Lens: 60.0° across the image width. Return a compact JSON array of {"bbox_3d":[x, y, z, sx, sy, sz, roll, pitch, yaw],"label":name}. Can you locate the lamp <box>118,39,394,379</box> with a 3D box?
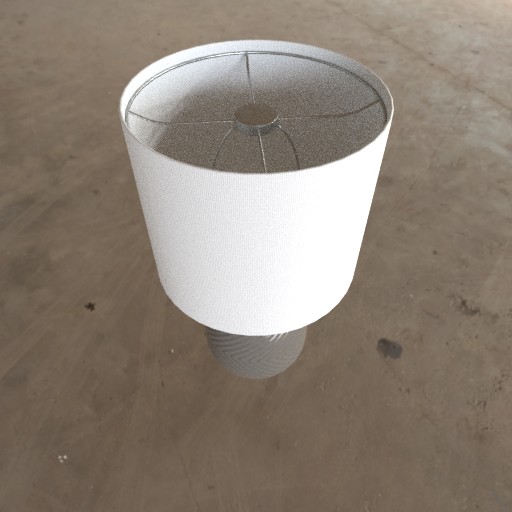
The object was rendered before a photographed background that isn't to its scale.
[{"bbox_3d":[0.000,0.000,0.473,0.207,0.366,0.207,-4,47,-3],"label":"lamp"}]
